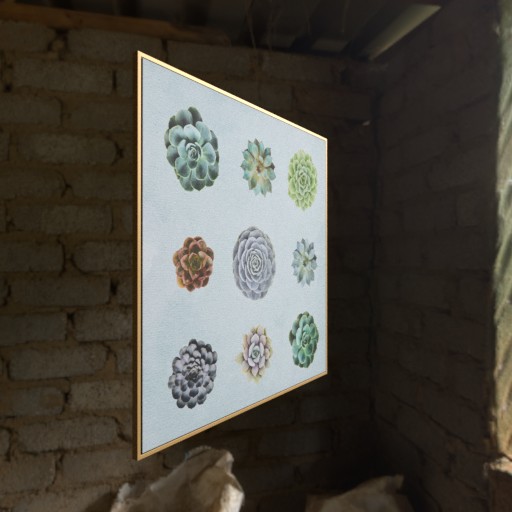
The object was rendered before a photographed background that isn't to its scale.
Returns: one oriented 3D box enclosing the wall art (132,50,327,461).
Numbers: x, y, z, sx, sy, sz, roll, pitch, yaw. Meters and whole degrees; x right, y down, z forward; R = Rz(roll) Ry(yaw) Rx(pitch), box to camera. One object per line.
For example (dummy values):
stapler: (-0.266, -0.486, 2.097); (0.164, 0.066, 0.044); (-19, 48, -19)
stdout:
wall art: (0.000, 0.000, 0.976); (0.014, 0.655, 0.657); (0, 0, 36)
